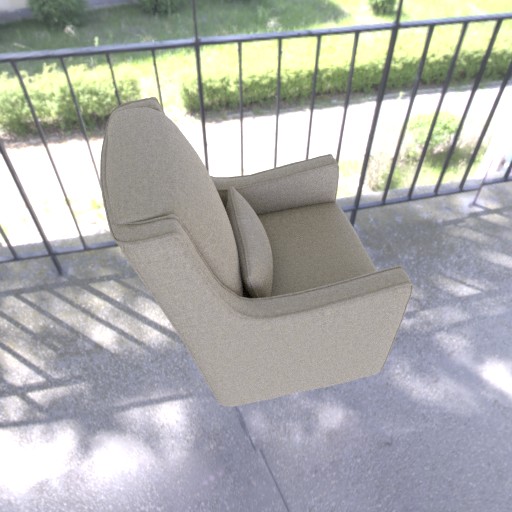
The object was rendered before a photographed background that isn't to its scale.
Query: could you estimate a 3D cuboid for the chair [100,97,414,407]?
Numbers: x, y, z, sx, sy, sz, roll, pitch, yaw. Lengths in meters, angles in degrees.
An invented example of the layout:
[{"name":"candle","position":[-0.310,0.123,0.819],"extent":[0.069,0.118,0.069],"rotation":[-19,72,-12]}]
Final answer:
[{"name":"chair","position":[0.000,0.000,1.614],"extent":[0.879,0.993,0.732],"rotation":[-10,47,-9]}]
